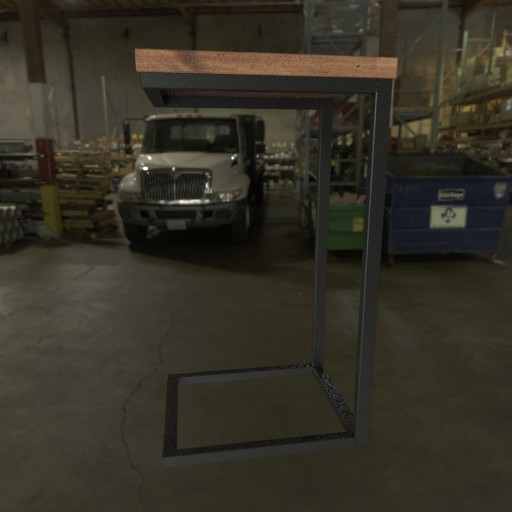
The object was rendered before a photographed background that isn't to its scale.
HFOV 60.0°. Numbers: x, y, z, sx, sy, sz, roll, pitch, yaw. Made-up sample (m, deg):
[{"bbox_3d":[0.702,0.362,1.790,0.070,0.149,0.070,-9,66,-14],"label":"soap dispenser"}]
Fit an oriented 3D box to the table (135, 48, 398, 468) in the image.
[{"bbox_3d":[0.000,0.000,0.920,0.414,0.718,0.323,-2,14,-9],"label":"table"}]
